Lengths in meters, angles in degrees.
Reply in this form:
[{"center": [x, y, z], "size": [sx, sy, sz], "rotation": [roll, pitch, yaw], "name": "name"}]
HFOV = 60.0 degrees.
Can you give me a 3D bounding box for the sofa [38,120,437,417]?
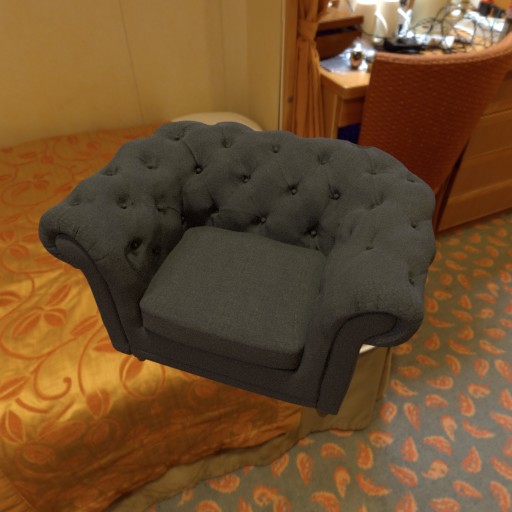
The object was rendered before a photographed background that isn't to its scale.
[{"center": [0.000, 0.000, 2.009], "size": [1.405, 0.878, 1.032], "rotation": [13, 44, 14], "name": "sofa"}]
